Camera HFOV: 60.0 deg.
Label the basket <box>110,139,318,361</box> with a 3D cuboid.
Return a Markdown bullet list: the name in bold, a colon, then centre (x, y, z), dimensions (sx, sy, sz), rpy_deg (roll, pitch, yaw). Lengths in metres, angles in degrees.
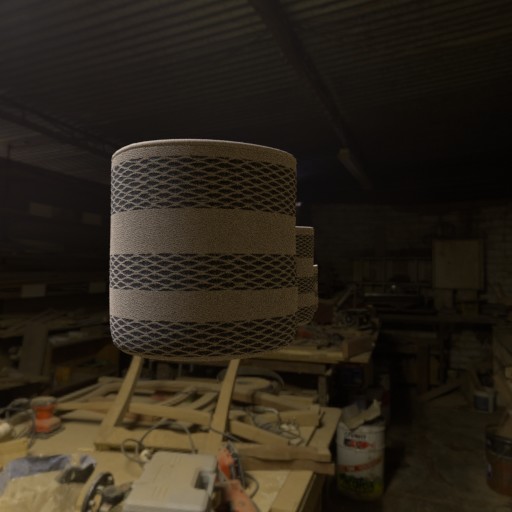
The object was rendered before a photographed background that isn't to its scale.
- **basket**: centre (0.000, 0.000, 1.117), dimensions (0.351, 0.356, 0.917), rpy_deg (0, -1, 20)
